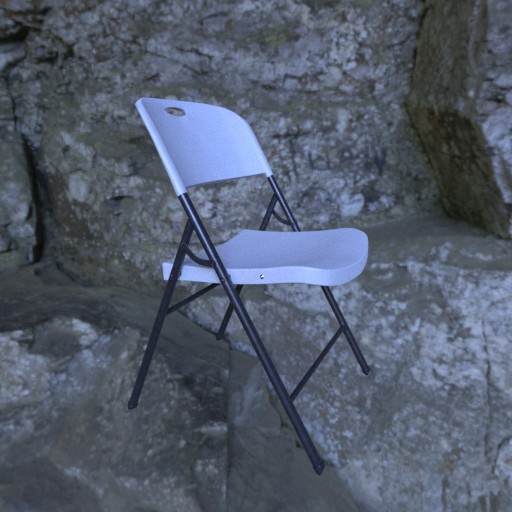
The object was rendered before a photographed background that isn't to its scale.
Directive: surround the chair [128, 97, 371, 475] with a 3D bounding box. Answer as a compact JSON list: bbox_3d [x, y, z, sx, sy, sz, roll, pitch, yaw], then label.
[{"bbox_3d":[0.000,0.000,1.192,0.566,0.810,0.494,8,17,25],"label":"chair"}]
